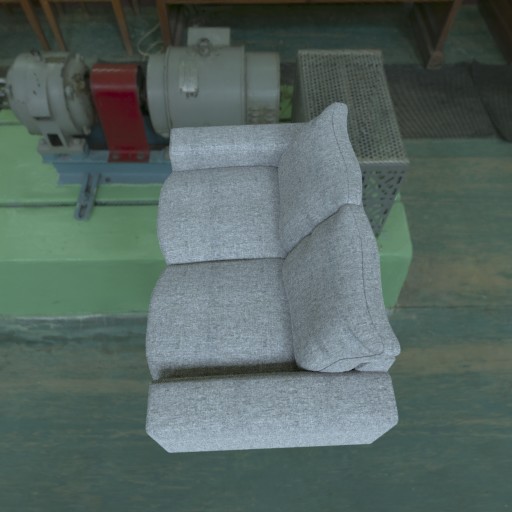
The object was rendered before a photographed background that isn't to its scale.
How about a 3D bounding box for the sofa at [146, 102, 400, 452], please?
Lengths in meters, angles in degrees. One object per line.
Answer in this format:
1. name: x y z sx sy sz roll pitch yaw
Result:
1. sofa: 0.000 0.000 2.327 1.094 0.877 1.758 -2 58 -1
